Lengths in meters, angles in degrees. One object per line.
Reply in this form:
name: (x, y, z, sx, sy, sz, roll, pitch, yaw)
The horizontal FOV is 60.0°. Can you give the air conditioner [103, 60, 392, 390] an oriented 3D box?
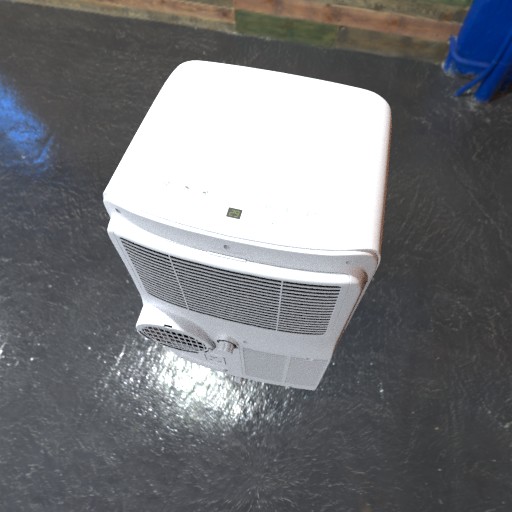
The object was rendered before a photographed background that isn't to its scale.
air conditioner: (0.000, 0.000, 1.031, 0.478, 0.765, 0.467, 12, 64, 6)
